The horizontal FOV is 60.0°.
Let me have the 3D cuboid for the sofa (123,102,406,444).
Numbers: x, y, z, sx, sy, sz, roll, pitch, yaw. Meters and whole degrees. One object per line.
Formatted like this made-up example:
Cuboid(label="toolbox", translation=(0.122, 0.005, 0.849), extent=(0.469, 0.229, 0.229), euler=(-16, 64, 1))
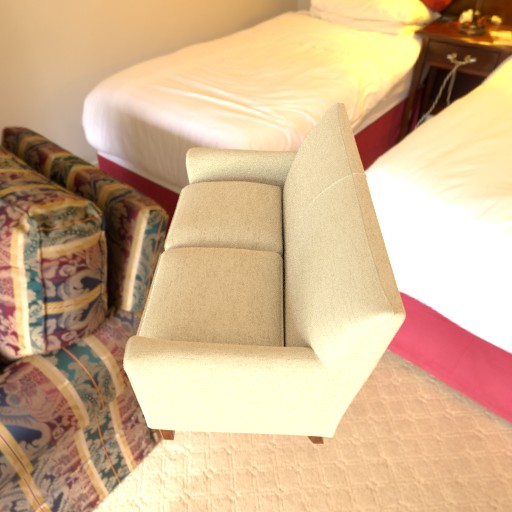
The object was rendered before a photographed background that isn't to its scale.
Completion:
Cuboid(label="sofa", translation=(0.000, 0.000, 2.070), extent=(0.891, 0.892, 1.482), euler=(1, 41, 2))
